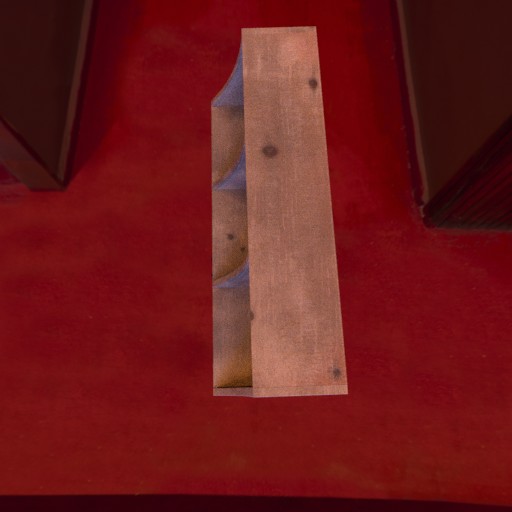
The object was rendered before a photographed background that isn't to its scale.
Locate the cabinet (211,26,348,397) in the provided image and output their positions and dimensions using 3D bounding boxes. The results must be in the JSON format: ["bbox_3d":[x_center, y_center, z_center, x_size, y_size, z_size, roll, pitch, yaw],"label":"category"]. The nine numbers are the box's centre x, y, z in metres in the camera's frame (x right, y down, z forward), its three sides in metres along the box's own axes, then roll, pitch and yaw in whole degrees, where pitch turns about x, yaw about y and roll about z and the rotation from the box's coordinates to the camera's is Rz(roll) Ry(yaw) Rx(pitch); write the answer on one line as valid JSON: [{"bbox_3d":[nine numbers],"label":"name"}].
[{"bbox_3d":[0.000,0.000,0.831,0.184,0.590,0.489,-2,74,-1],"label":"cabinet"}]
